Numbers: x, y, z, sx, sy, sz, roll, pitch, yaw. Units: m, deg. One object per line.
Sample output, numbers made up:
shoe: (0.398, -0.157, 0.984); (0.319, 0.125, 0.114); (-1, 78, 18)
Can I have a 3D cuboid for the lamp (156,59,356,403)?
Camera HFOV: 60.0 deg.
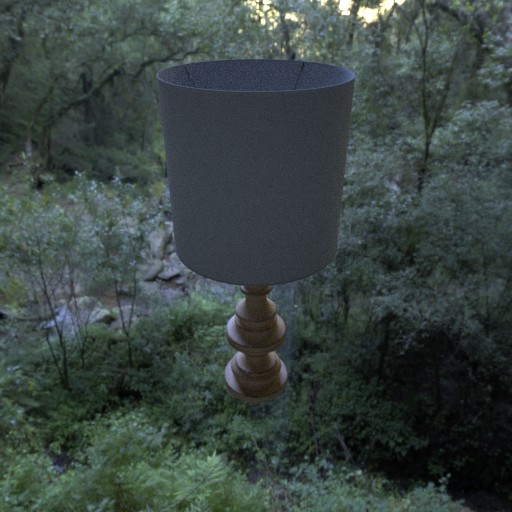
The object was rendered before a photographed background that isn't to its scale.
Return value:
lamp: (0.000, 0.000, 0.588); (0.208, 0.455, 0.208); (8, 32, 13)
